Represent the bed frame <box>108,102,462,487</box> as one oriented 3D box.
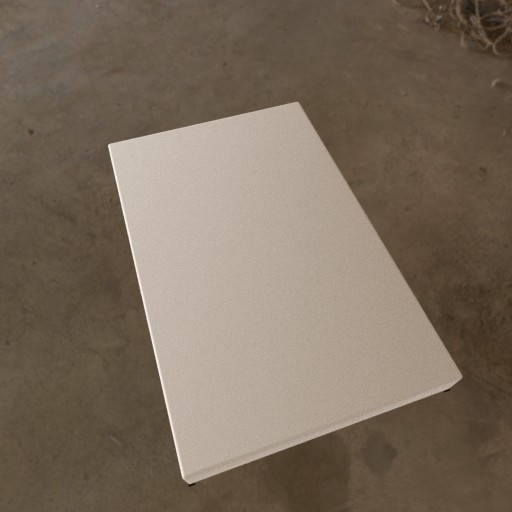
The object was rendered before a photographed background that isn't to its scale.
[{"bbox_3d":[0.000,0.000,3.720,1.930,0.440,2.987,-16,59,-10],"label":"bed frame"}]
